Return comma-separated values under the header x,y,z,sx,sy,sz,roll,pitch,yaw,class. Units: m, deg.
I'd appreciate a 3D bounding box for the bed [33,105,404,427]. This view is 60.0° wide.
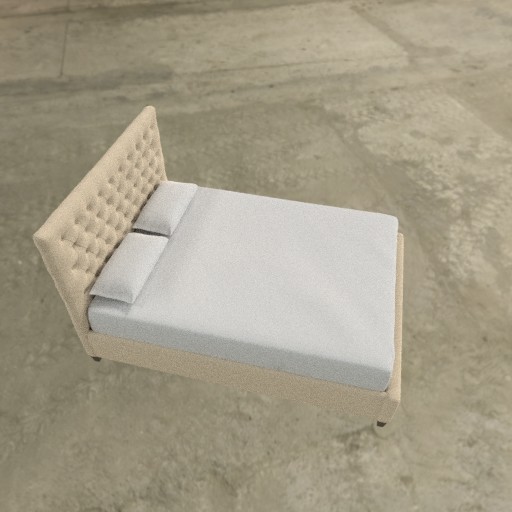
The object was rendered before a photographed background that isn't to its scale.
x,y,z,sx,sy,sz,roll,pitch,yaw,class
0.000,0.000,3.495,2.387,1.427,1.698,10,47,10,bed
